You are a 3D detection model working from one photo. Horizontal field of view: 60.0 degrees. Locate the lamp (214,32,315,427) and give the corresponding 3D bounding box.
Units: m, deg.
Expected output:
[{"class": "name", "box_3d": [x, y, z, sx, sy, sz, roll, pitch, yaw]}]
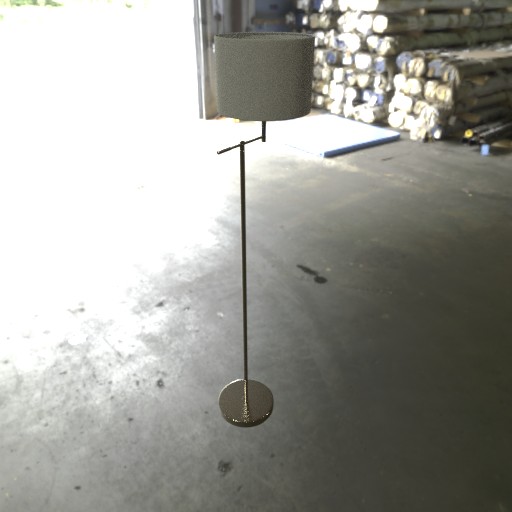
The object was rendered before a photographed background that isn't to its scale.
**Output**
[{"class": "lamp", "box_3d": [0.000, 0.000, 1.796, 0.324, 1.600, 0.416, 21, 36, 31]}]
